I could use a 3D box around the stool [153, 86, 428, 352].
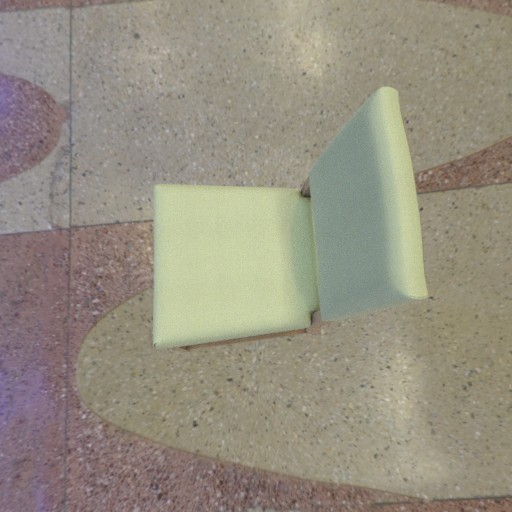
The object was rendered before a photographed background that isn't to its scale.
[{"bbox_3d":[0.000,0.000,1.313,0.623,0.986,0.508,-3,76,-1],"label":"stool"}]
